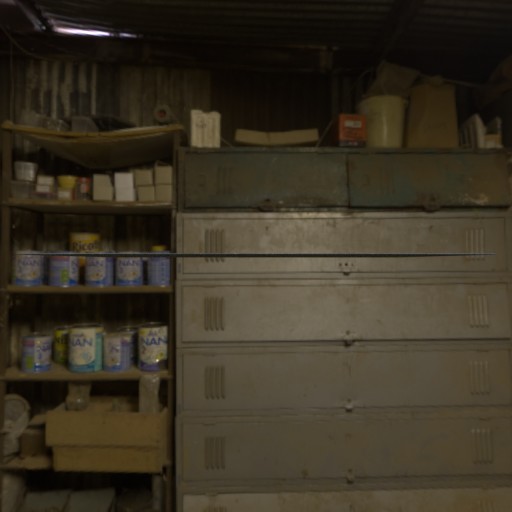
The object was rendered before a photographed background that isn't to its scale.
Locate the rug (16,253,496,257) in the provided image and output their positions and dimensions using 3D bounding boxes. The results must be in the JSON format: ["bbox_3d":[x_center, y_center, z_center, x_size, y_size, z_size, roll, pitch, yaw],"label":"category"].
[{"bbox_3d":[0.000,0.000,3.007,2.440,0.007,1.525,0,-1,-1],"label":"rug"}]
